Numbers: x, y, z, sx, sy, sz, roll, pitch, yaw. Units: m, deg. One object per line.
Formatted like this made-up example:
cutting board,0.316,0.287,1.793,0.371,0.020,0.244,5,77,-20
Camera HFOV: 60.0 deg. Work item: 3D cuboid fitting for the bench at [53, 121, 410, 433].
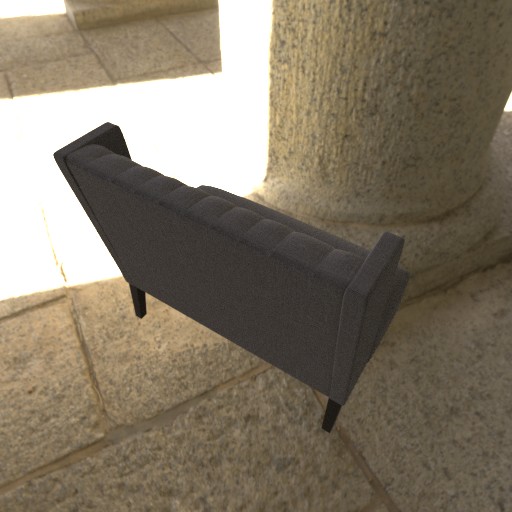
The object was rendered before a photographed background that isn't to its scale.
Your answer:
bench,0.000,0.000,2.038,1.276,1.121,0.842,25,51,22
